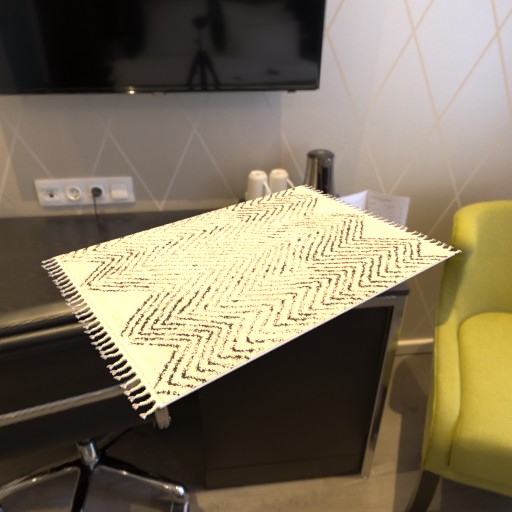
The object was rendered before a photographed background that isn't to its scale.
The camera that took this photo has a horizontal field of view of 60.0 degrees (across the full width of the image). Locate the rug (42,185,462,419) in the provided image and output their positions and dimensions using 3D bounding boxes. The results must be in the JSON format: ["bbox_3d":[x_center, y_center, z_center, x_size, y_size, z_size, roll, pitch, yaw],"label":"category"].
[{"bbox_3d":[0.000,0.000,2.308,1.847,0.014,1.230,-20,36,-31],"label":"rug"}]
